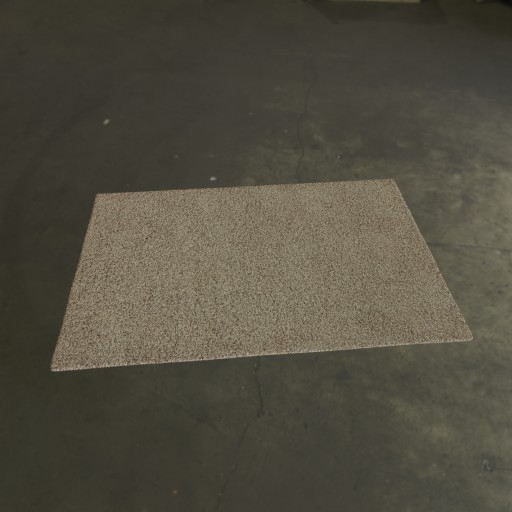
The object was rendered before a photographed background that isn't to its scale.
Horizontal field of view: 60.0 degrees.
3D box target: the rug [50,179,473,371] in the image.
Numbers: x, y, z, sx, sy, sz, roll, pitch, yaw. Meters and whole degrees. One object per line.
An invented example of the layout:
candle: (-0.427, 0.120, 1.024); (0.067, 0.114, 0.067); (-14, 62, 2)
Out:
rug: (0.000, 0.000, 3.466); (2.743, 0.030, 1.778); (-3, 46, -3)
